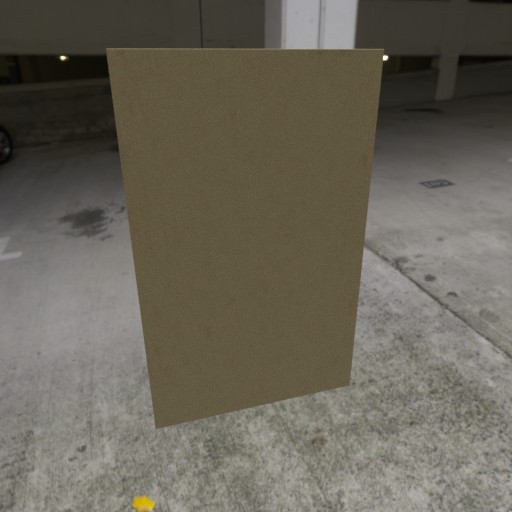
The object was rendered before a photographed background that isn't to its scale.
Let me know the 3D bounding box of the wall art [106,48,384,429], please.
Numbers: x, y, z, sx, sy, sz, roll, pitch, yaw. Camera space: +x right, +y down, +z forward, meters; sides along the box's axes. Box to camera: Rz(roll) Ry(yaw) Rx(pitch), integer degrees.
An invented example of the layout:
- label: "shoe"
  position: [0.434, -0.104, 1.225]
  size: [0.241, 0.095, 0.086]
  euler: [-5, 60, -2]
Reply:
- label: "wall art"
  position: [0.000, 0.000, 0.957]
  size: [0.510, 0.810, 0.039]
  euler: [-7, 26, -16]
